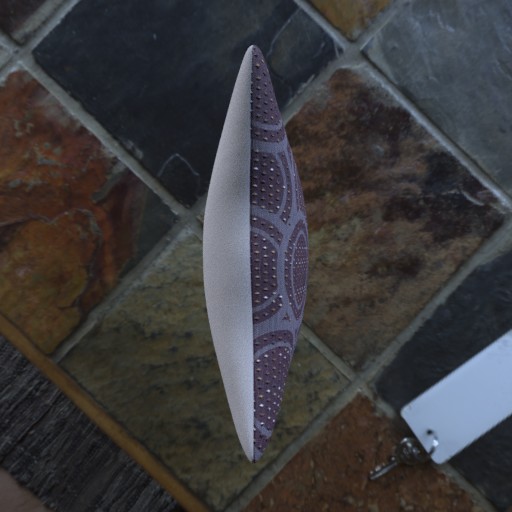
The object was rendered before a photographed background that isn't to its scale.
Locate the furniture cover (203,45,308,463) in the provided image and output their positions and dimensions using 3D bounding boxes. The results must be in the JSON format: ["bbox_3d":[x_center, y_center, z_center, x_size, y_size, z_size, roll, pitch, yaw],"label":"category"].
[{"bbox_3d":[0.000,0.000,0.829,0.193,0.509,0.552,0,90,1],"label":"furniture cover"}]
